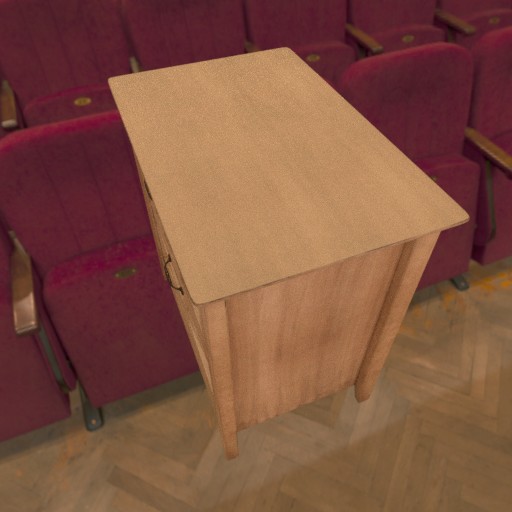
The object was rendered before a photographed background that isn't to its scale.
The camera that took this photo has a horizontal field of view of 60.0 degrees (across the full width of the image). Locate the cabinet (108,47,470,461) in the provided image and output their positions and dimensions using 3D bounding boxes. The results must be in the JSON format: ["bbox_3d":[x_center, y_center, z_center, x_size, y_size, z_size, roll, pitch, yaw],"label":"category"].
[{"bbox_3d":[0.000,0.000,1.221,0.503,0.762,0.763,-17,50,-15],"label":"cabinet"}]
